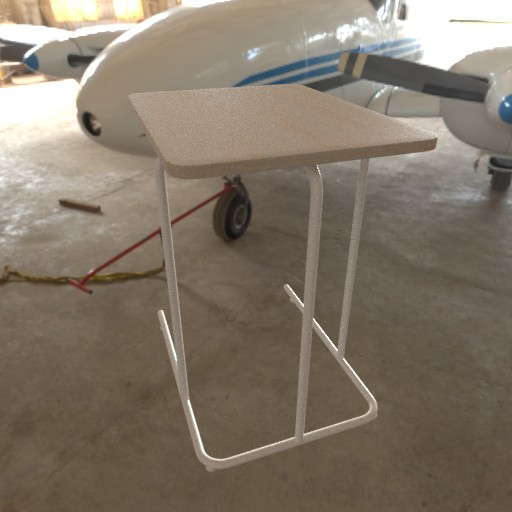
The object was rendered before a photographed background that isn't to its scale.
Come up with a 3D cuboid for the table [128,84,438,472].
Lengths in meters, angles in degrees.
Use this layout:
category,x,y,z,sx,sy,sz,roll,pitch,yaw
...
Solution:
category,x,y,z,sx,sy,sz,roll,pitch,yaw
table,0.000,0.000,0.868,0.370,0.550,0.480,-10,31,-17
